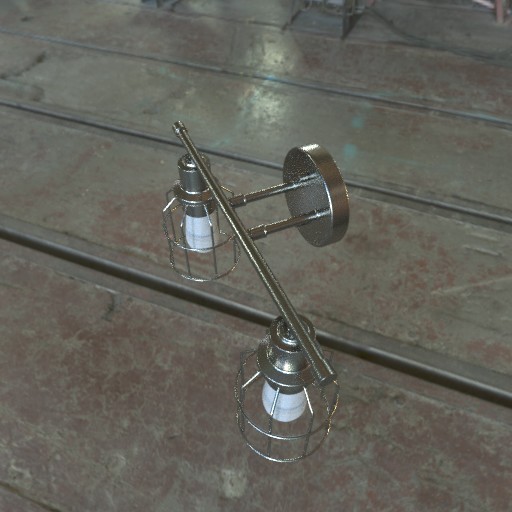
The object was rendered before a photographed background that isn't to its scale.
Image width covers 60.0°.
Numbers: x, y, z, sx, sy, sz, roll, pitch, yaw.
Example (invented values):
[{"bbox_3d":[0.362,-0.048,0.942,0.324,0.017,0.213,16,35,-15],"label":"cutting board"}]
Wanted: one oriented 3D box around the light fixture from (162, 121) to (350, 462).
[{"bbox_3d":[0.000,0.000,0.535,0.165,0.254,0.406,-18,50,-16],"label":"light fixture"}]
